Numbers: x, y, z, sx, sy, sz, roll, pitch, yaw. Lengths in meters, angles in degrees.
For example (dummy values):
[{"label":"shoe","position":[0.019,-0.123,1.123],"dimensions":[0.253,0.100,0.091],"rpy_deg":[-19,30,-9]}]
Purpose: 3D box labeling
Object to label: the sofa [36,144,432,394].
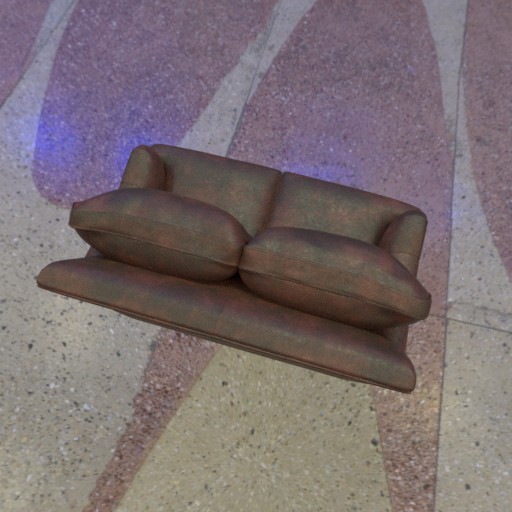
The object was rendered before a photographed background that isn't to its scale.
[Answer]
[{"label":"sofa","position":[0.000,0.000,2.298],"dimensions":[1.628,1.070,1.148],"rpy_deg":[15,66,7]}]
